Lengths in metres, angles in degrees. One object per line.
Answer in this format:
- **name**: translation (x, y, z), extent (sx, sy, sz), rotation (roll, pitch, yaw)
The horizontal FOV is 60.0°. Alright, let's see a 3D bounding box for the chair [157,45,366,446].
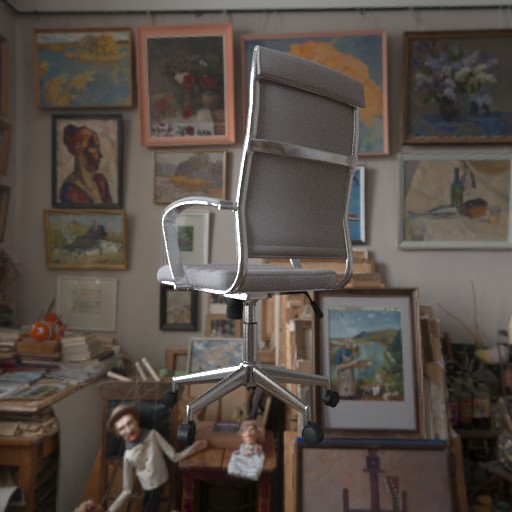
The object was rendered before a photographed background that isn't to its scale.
- **chair**: translation (0.000, 0.000, 1.582), extent (0.679, 1.149, 0.667), rotation (1, -2, -36)
